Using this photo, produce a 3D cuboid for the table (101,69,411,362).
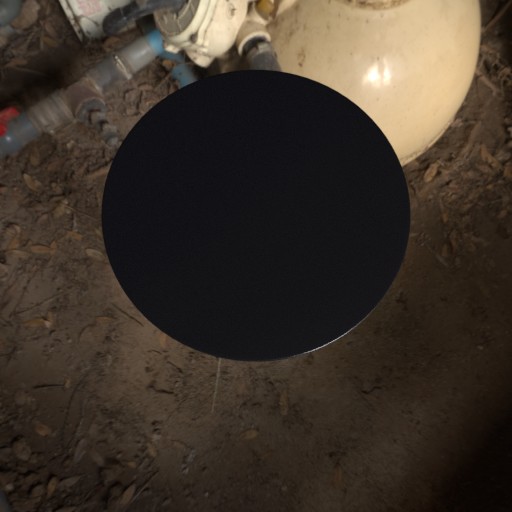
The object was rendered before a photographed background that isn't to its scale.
[{"bbox_3d":[0.000,0.000,1.004,0.481,0.665,0.481,0,76,0],"label":"table"}]
